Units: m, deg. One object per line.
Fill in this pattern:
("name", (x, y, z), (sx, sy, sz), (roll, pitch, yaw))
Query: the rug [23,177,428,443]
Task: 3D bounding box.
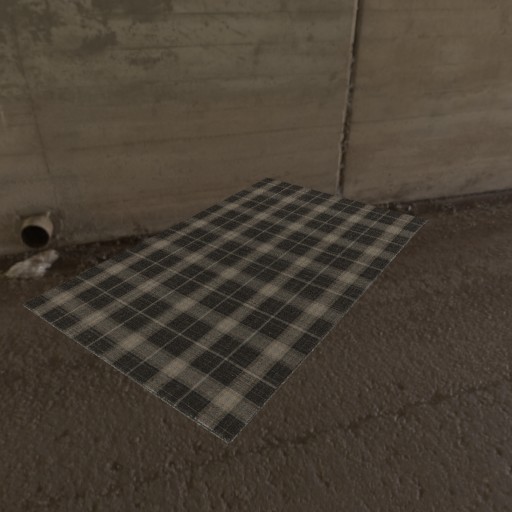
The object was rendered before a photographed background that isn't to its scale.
("rug", (0.000, 0.000, 2.966), (1.520, 0.015, 2.434), (21, 37, 30))
